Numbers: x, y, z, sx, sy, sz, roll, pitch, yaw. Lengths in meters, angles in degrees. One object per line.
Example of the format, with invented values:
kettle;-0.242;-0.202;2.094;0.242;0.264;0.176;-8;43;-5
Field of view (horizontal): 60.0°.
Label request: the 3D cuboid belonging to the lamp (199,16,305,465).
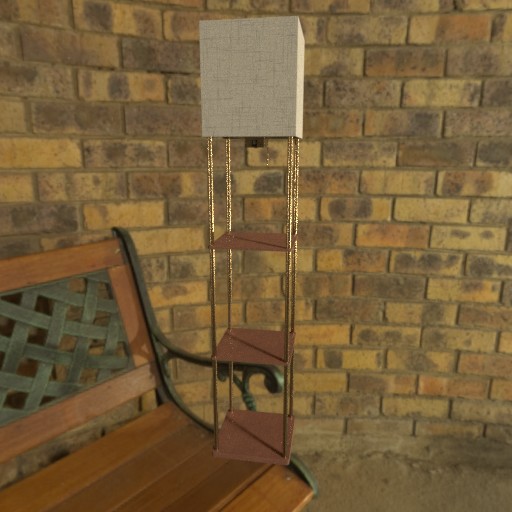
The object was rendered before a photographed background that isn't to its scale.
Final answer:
lamp;0.000;0.000;1.687;0.310;1.569;0.308;2;14;9
